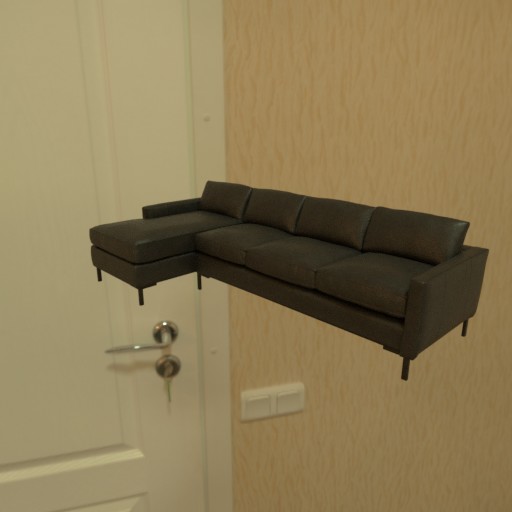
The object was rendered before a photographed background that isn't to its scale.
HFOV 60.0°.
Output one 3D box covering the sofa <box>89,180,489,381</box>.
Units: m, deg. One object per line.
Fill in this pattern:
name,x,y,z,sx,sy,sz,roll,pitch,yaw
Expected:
sofa,0.000,0.000,3.558,1.471,0.859,2.993,-16,23,-41
